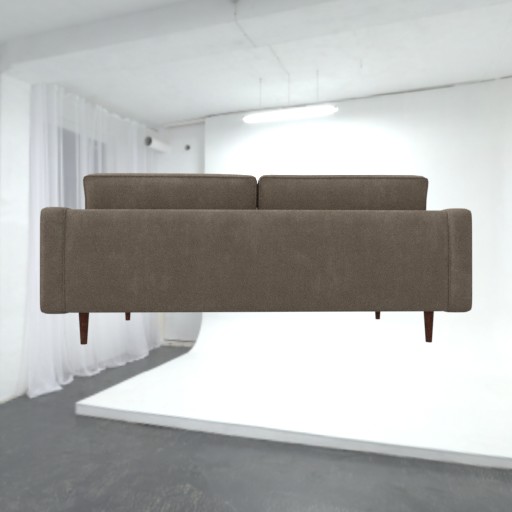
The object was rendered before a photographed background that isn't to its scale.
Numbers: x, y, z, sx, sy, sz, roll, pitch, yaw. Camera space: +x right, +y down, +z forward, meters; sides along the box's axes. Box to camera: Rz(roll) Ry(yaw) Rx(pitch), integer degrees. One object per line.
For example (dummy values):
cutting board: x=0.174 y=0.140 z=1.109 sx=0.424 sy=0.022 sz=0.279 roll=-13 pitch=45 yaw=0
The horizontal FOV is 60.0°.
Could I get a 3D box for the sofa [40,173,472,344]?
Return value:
sofa: x=0.000 y=0.000 z=2.325 sx=1.883 sy=0.769 sz=0.920 roll=0 pitch=0 yaw=-2
